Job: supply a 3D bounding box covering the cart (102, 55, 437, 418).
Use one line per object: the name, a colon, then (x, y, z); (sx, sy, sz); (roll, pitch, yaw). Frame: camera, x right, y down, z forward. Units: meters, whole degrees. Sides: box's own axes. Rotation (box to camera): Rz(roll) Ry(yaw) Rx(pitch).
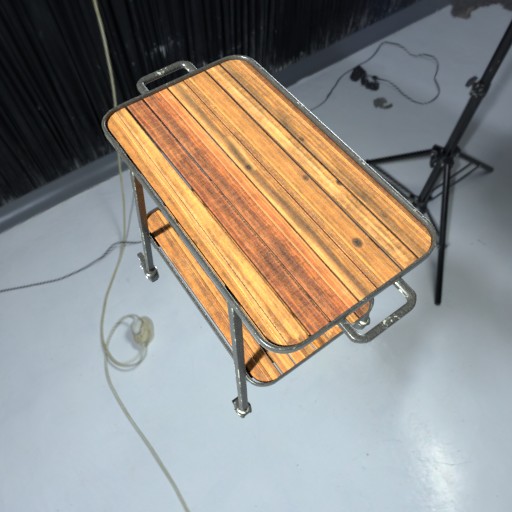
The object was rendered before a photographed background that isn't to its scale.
cart: (0.000, 0.000, 1.221); (0.515, 0.700, 0.806); (-32, 65, -17)
